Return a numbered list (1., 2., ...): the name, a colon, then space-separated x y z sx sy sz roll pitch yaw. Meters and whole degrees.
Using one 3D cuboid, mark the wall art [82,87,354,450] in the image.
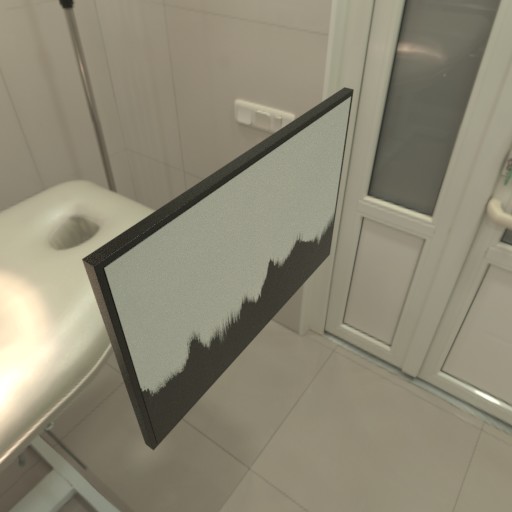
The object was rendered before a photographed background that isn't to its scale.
1. wall art: 0.000 0.000 0.853 0.022 0.446 0.659 25 47 26
